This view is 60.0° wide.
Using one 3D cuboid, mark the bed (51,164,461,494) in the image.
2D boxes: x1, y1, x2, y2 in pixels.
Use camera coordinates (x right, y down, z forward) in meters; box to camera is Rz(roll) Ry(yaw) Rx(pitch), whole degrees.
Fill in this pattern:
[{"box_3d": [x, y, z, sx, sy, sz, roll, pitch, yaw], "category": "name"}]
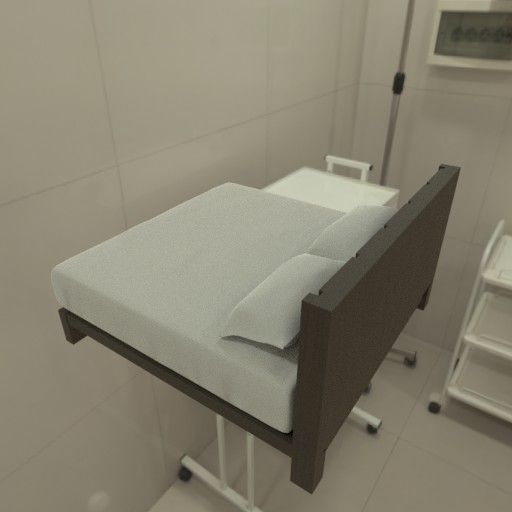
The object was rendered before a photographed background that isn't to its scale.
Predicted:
[{"box_3d": [0.000, 0.000, 3.420, 2.238, 1.261, 2.143, 20, 36, 30], "category": "bed"}]
